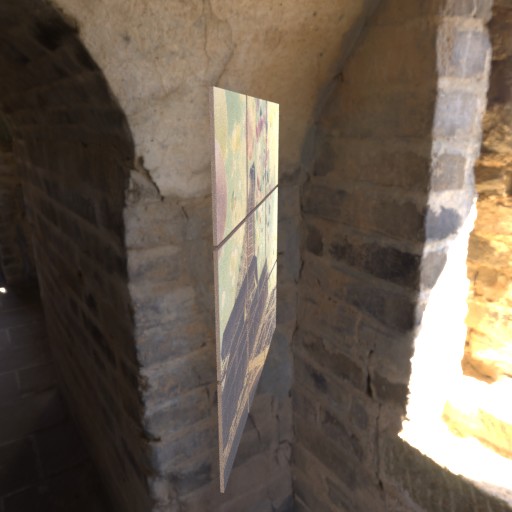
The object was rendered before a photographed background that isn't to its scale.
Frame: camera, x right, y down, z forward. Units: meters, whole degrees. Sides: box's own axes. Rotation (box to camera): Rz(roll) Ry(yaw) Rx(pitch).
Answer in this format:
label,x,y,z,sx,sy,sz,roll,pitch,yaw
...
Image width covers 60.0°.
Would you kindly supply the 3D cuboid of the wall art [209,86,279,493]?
label,x,y,z,sx,sy,sz,roll,pitch,yaw
wall art,0.000,0.000,1.815,0.013,1.218,1.219,3,17,10
